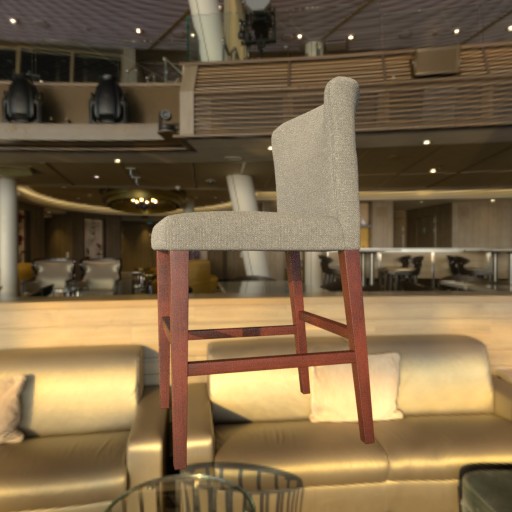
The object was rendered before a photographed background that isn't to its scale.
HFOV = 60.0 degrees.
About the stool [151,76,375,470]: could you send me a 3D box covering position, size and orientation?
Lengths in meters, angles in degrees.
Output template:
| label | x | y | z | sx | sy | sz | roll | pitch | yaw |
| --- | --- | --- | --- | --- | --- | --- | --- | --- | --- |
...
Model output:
| label | x | y | z | sx | sy | sz | roll | pitch | yaw |
| --- | --- | --- | --- | --- | --- | --- | --- | --- | --- |
| stool | 0.000 | 0.000 | 1.282 | 0.568 | 0.968 | 0.479 | 0 | 1 | -17 |
